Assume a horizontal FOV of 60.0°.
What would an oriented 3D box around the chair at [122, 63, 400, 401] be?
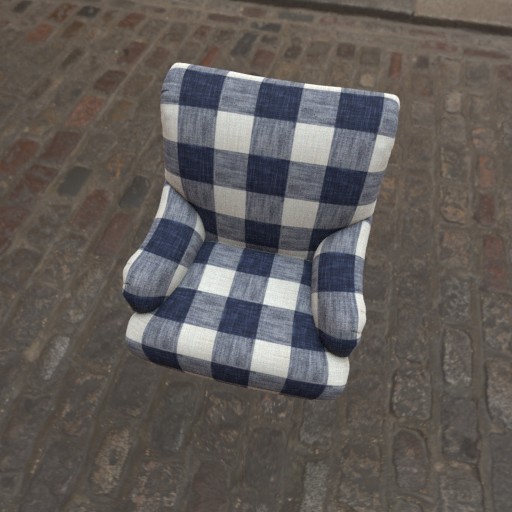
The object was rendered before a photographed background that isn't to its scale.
[{"bbox_3d":[0.000,0.000,1.590,0.781,0.953,0.848,11,60,6],"label":"chair"}]
